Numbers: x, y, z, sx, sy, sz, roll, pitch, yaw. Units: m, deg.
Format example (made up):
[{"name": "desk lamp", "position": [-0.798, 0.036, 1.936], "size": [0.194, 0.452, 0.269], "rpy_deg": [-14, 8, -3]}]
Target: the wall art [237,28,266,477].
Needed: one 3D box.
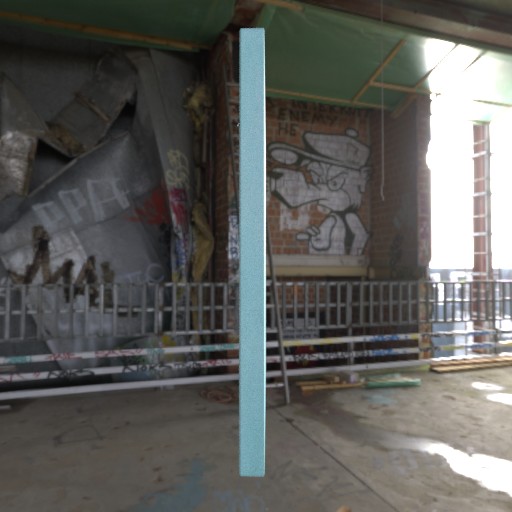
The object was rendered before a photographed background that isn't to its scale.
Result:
[{"name": "wall art", "position": [0.000, 0.000, 1.589], "size": [0.070, 1.073, 1.071], "rpy_deg": [0, -2, 1]}]
